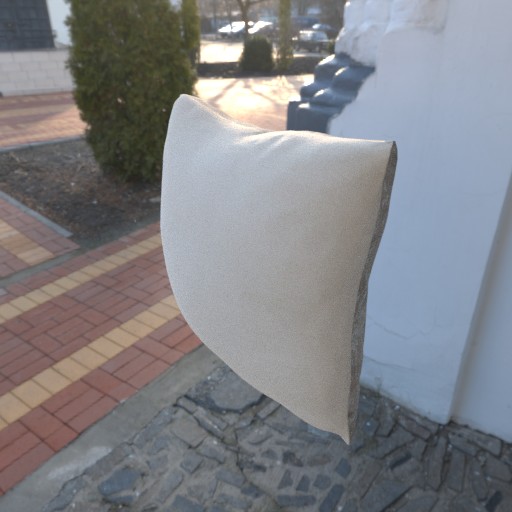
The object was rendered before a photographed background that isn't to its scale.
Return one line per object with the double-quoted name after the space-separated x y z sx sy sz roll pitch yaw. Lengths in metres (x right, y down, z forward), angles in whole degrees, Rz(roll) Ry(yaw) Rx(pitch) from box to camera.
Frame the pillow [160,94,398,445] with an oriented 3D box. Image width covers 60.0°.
0.000 0.000 0.710 0.245 0.448 0.450 -19 33 -32 "pillow"
